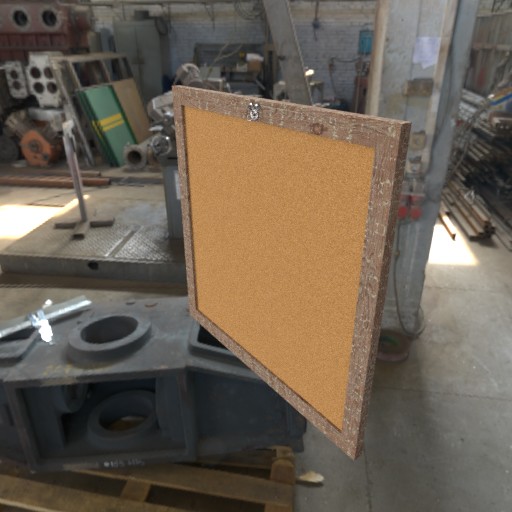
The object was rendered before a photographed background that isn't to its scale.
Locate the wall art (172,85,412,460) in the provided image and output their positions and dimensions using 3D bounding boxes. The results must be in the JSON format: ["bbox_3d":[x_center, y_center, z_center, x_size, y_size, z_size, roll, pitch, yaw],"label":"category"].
[{"bbox_3d":[0.000,0.000,0.567,0.022,0.380,0.380,-19,32,-33],"label":"wall art"}]
